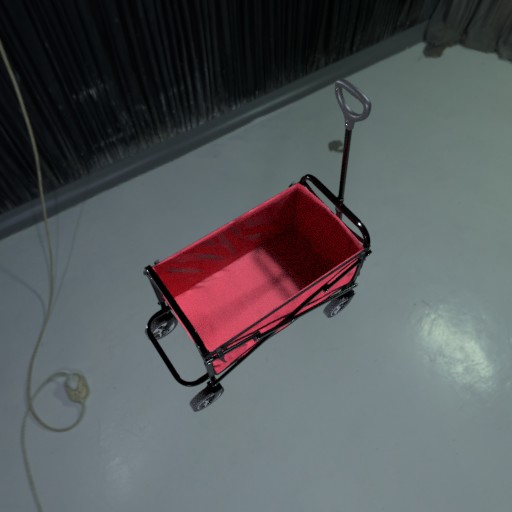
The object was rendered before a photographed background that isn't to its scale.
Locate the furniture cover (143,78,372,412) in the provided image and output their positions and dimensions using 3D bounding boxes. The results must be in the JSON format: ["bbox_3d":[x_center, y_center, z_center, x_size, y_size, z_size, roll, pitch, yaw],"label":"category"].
[{"bbox_3d":[0.000,0.000,1.802,1.038,1.295,0.532,-32,64,-18],"label":"furniture cover"}]
